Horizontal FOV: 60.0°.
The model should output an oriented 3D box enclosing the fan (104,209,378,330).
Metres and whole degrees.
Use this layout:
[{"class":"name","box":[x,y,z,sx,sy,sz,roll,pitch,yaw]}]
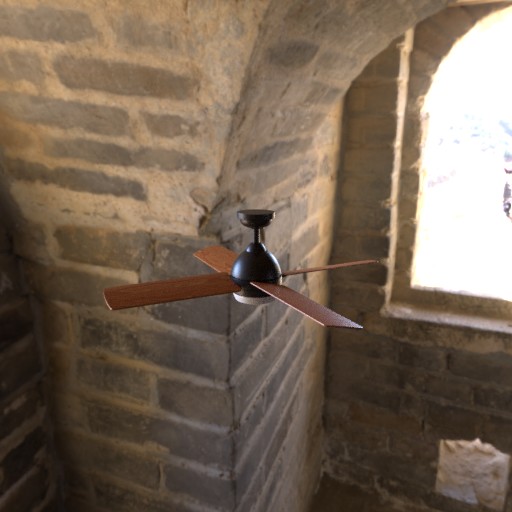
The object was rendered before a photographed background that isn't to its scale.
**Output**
[{"class":"fan","box":[0.000,0.000,2.010,1.332,0.403,1.332,-7,15,-26]}]
